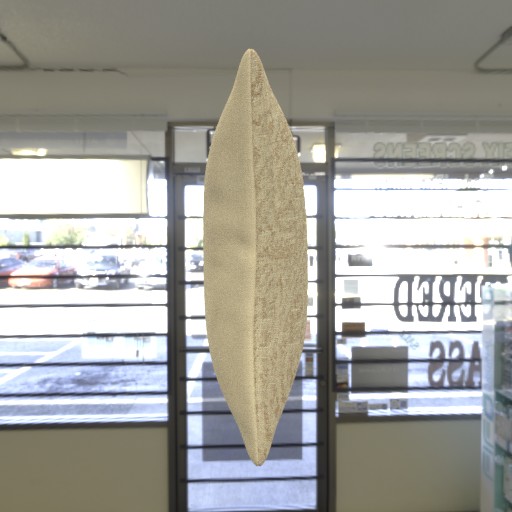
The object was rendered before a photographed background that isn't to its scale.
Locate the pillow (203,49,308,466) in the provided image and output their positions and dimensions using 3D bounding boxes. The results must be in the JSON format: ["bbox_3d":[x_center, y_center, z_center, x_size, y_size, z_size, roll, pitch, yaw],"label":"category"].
[{"bbox_3d":[0.000,0.000,0.788,0.166,0.510,0.523,0,1,0],"label":"pillow"}]
